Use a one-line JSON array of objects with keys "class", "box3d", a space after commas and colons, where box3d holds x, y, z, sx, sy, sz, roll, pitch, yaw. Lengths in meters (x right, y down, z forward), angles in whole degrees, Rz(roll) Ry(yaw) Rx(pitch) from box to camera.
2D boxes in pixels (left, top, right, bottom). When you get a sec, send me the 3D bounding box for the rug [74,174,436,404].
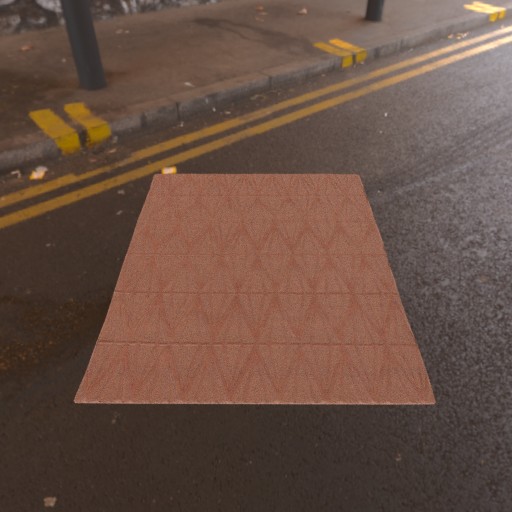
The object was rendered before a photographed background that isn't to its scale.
[{"class": "rug", "box3d": [0.000, 0.000, 4.135, 2.453, 0.043, 3.052, 0, 40, 0]}]
